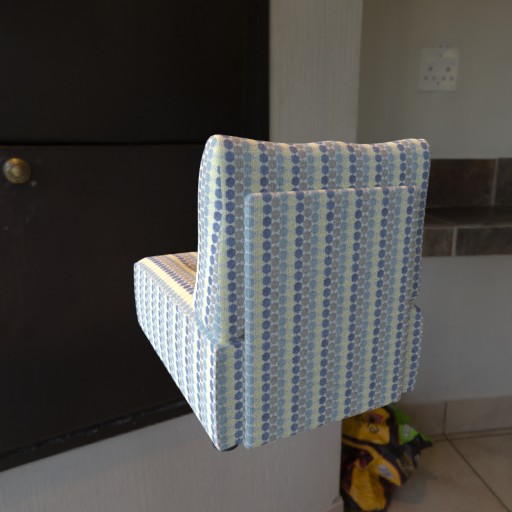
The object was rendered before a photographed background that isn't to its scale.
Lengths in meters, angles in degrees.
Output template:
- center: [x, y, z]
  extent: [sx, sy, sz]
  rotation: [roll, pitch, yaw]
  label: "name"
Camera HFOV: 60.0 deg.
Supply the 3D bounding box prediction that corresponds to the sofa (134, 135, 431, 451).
- center: [0.000, 0.000, 1.616]
  extent: [0.700, 0.820, 1.000]
  rotation: [-7, 15, -26]
  label: "sofa"
